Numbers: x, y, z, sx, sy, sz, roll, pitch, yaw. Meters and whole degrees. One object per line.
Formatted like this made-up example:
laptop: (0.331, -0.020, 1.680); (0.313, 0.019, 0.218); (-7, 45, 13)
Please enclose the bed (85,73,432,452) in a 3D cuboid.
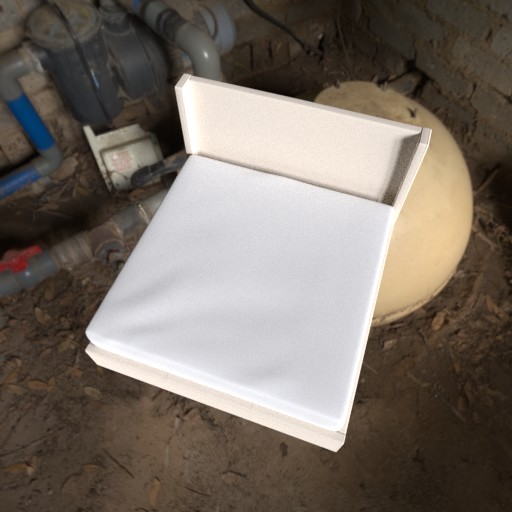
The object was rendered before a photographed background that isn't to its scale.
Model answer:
bed: (0.000, 0.000, 3.711); (2.145, 1.471, 2.293); (16, 59, 10)
